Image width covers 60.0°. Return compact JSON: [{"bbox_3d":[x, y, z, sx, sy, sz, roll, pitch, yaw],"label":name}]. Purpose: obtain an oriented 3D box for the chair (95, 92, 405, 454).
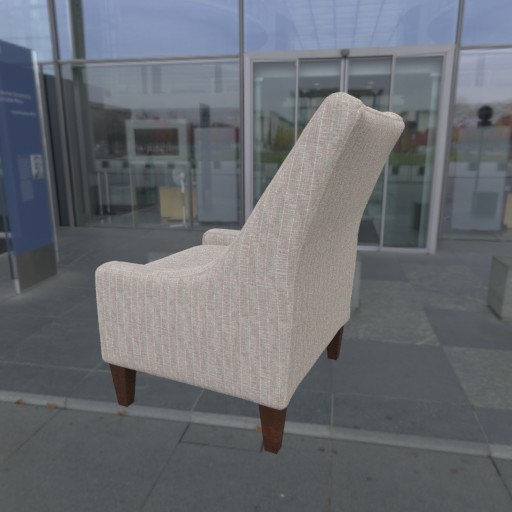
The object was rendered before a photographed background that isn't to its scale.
[{"bbox_3d":[0.000,0.000,1.605,0.870,1.014,0.774,7,15,25],"label":"chair"}]
